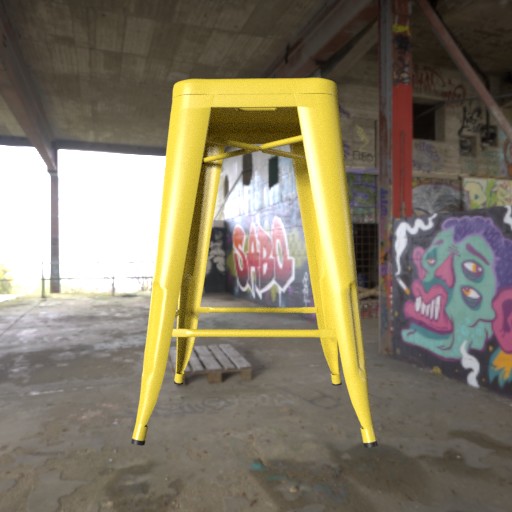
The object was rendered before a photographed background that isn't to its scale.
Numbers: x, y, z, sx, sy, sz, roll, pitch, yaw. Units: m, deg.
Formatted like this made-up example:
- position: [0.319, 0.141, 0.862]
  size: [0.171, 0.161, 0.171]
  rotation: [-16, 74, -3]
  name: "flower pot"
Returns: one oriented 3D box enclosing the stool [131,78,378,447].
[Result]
- position: [0.000, 0.000, 0.880]
  size: [0.399, 0.609, 0.359]
  rotation: [0, 0, 1]
  name: "stool"
